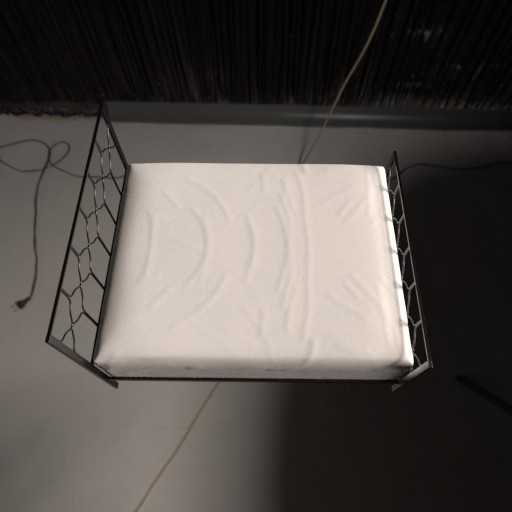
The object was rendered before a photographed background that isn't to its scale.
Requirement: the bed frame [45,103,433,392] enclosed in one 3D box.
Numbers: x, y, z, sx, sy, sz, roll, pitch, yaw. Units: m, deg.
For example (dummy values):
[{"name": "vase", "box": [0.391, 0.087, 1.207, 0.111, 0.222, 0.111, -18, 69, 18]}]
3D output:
[{"name": "bed frame", "box": [0.000, 0.000, 3.081, 2.063, 1.222, 1.597, 1, 63, 0]}]
